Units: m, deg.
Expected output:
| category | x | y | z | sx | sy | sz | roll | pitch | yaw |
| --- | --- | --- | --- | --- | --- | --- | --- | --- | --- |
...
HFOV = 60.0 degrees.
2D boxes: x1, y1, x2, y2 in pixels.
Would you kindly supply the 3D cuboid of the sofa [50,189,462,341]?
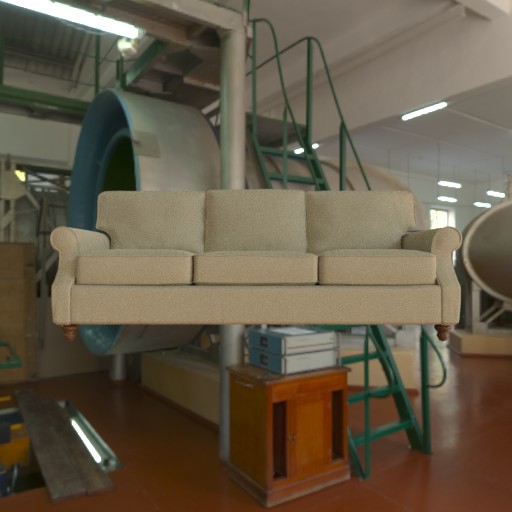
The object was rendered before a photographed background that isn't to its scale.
| category | x | y | z | sx | sy | sz | roll | pitch | yaw |
| --- | --- | --- | --- | --- | --- | --- | --- | --- | --- |
| sofa | 0.000 | 0.000 | 2.843 | 2.354 | 0.948 | 0.966 | 0 | -1 | 0 |
